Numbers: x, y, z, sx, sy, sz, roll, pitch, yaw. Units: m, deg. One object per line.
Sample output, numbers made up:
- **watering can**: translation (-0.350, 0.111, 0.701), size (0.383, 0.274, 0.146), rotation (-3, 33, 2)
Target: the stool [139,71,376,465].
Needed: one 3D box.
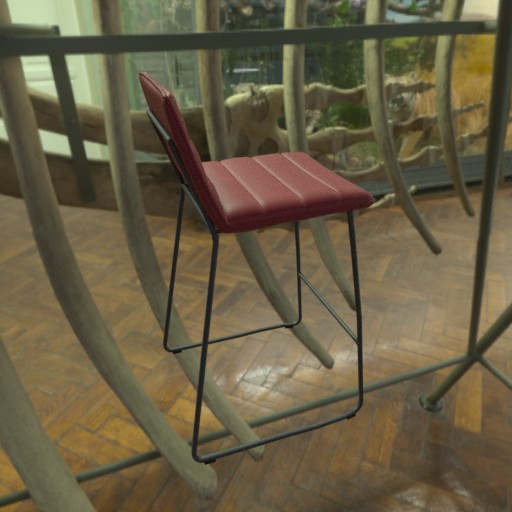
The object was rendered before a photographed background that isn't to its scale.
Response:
- **stool**: translation (0.000, 0.000, 1.226), size (0.524, 0.937, 0.489), rotation (-10, 30, -17)
